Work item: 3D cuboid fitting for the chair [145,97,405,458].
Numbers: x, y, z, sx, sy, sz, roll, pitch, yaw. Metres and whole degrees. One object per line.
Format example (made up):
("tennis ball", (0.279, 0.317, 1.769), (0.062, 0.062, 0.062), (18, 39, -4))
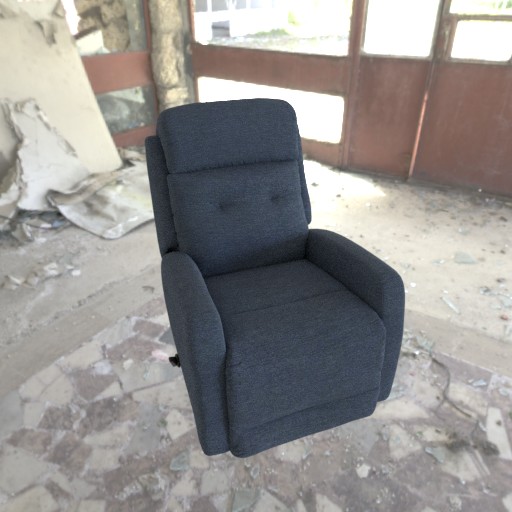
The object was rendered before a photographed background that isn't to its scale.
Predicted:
("chair", (0.000, 0.000, 1.726), (0.798, 1.013, 1.043), (-11, 33, -17))
